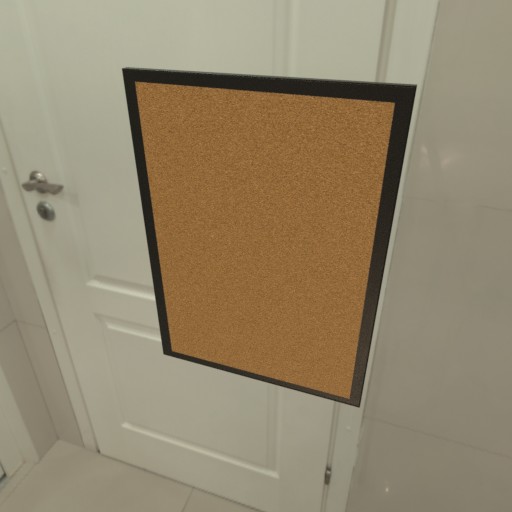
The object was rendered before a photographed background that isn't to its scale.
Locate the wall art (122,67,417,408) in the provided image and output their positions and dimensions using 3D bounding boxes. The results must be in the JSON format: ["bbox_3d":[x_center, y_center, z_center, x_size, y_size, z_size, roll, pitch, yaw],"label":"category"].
[{"bbox_3d":[0.000,0.000,0.861,0.480,0.657,0.016,11,33,17],"label":"wall art"}]
